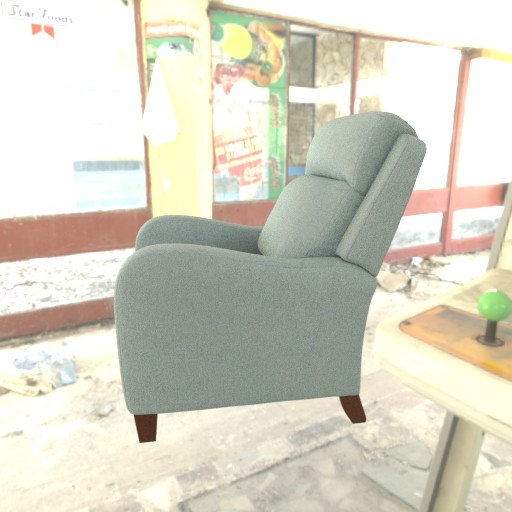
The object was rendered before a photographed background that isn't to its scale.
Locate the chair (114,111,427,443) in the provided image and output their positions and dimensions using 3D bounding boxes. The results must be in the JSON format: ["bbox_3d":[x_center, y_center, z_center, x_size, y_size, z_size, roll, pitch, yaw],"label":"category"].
[{"bbox_3d":[0.000,0.000,1.737,0.988,1.067,0.785,-2,14,-9],"label":"chair"}]
